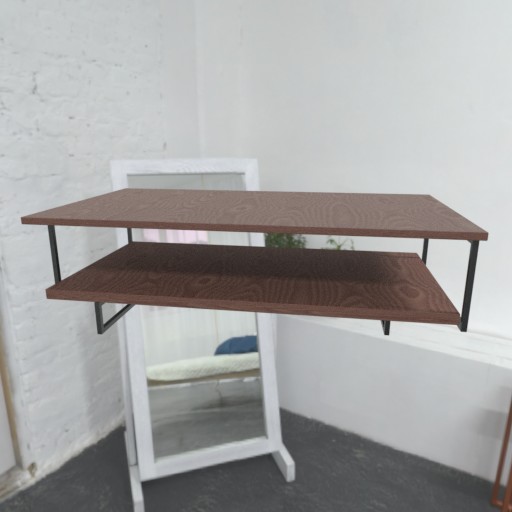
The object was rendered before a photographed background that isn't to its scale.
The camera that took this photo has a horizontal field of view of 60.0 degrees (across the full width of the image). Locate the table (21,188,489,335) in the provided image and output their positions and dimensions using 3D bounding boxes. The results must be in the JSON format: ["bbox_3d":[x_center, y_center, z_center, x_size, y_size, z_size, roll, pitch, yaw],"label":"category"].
[{"bbox_3d":[0.000,0.000,1.473,1.197,0.347,0.651,3,16,9],"label":"table"}]
